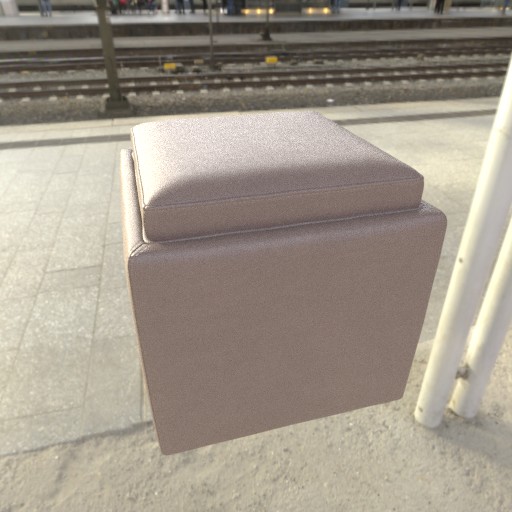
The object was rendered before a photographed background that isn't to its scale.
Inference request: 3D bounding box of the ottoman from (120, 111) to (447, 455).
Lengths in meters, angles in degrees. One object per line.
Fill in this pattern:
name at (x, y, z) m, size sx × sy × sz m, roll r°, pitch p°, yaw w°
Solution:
ottoman at (0.000, 0.000, 0.822) m, size 0.451 × 0.460 × 0.450 m, roll -8°, pitch 32°, yaw -13°
